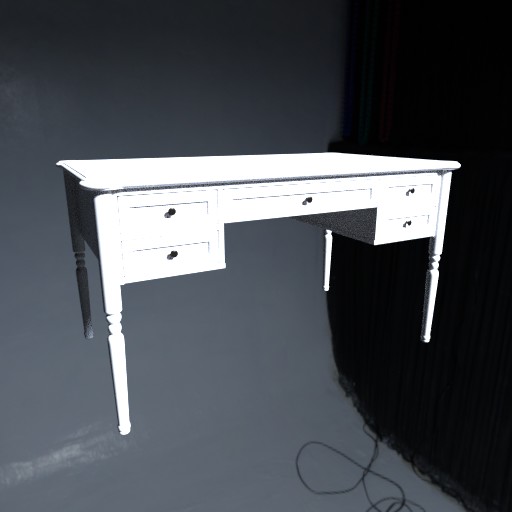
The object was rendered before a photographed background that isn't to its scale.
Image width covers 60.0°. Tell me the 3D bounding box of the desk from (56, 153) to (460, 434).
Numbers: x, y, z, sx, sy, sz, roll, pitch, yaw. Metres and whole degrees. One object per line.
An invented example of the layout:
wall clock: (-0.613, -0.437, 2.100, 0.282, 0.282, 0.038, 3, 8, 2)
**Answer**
desk: (0.000, 0.000, 1.820, 1.380, 0.762, 0.807, -8, 18, -27)
